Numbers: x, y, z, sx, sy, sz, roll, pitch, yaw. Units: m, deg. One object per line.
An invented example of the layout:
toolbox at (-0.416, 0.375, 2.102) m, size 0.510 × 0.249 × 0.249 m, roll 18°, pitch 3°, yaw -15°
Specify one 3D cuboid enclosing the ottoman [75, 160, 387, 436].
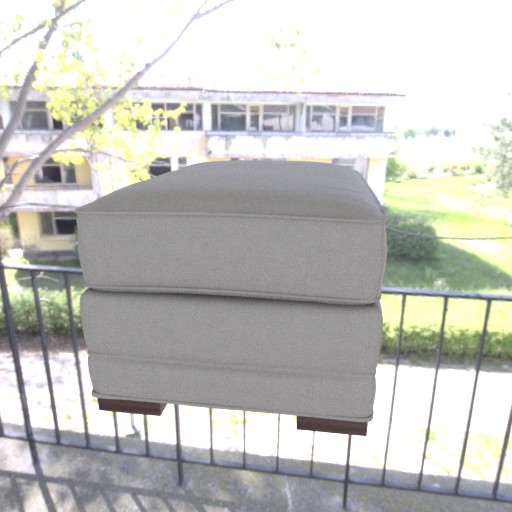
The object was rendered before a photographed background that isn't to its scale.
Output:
ottoman at (0.000, 0.000, 1.223) m, size 0.611 × 0.482 × 0.848 m, roll 2°, pitch 17°, yaw 8°
